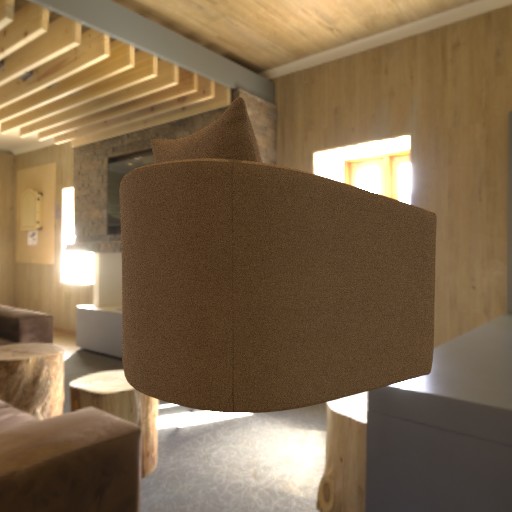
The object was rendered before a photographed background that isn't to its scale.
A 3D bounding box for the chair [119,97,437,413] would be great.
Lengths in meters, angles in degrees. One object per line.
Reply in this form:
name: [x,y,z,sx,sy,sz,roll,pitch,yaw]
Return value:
chair: [0.000,0.000,1.551,0.910,0.848,0.845,0,0,-36]
